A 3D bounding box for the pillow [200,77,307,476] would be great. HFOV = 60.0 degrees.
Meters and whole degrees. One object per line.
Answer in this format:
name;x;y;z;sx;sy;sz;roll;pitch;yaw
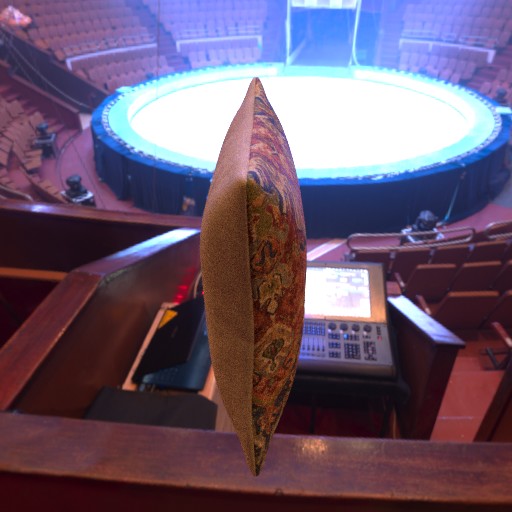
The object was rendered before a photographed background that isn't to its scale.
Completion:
pillow;0.000;0.000;0.789;0.166;0.506;0.523;1;33;1
